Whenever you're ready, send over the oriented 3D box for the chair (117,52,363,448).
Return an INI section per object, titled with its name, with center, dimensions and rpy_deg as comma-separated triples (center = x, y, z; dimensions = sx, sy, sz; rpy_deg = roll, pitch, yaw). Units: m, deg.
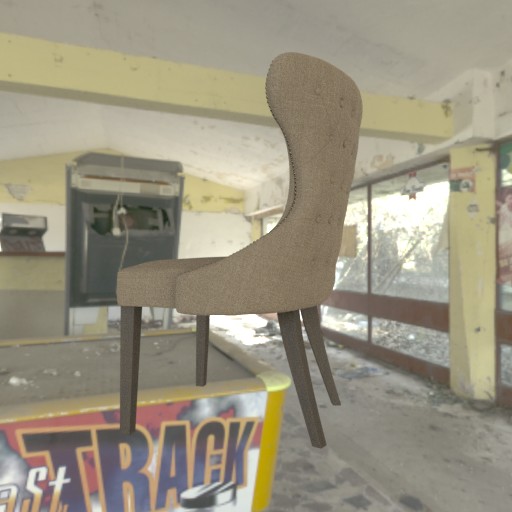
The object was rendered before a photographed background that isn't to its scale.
[chair]
center = 0.000, 0.000, 1.359
dimensions = 0.635, 0.967, 0.628
rpy_deg = 0, -1, 17
